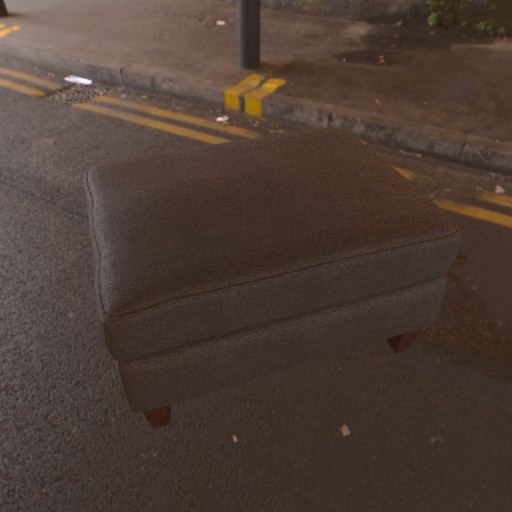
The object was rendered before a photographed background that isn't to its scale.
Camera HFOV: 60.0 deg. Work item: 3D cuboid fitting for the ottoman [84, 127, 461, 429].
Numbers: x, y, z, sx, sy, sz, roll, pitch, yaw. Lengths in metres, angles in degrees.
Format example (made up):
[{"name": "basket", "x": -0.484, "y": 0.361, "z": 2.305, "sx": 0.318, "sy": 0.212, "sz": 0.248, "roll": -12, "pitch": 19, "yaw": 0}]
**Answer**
[{"name": "ottoman", "x": 0.000, "y": 0.000, "z": 1.237, "sx": 0.826, "sy": 0.496, "sz": 0.639, "roll": -13, "pitch": 42, "yaw": -15}]
